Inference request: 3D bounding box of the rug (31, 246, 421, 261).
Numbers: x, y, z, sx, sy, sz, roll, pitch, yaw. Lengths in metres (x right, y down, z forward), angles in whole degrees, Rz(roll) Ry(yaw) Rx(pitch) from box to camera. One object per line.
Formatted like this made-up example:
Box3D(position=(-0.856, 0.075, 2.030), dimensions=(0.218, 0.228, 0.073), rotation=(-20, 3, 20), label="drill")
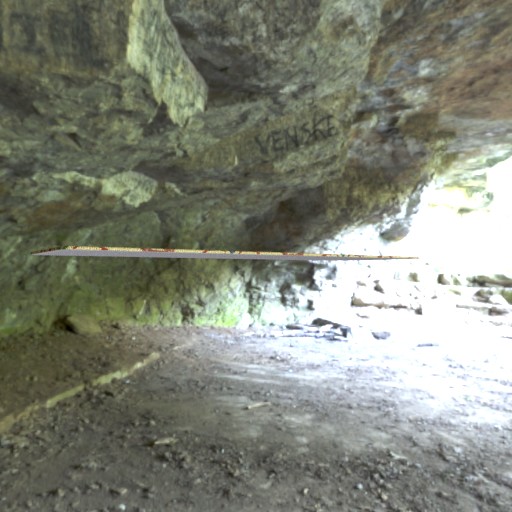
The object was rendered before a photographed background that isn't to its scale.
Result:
Box3D(position=(0.000, 0.000, 2.583), dimensions=(2.273, 0.016, 0.693), rotation=(1, -2, -36), label="rug")
